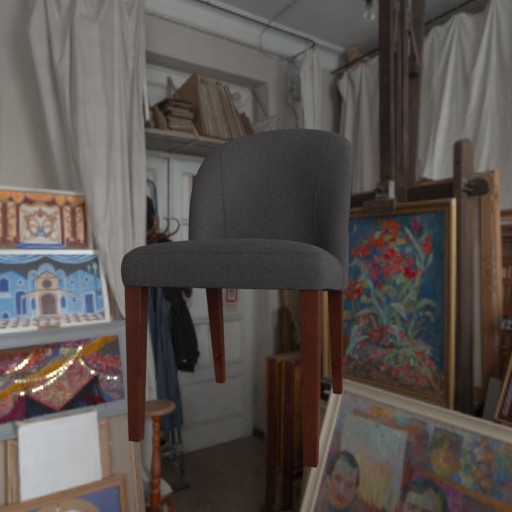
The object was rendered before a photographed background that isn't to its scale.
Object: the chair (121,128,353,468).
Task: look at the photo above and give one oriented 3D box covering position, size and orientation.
[{"bbox_3d":[0.000,0.000,1.248,0.506,0.879,0.619,0,0,18],"label":"chair"}]
